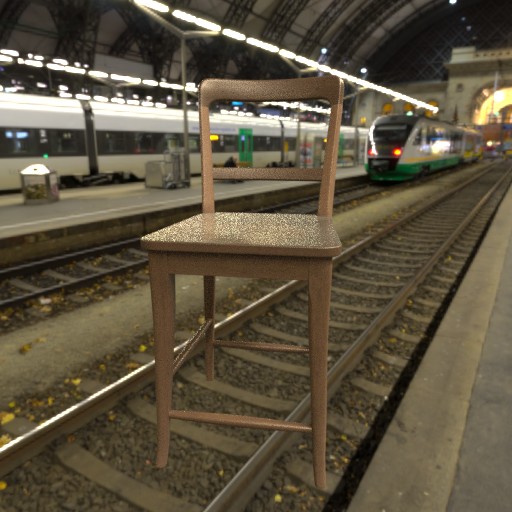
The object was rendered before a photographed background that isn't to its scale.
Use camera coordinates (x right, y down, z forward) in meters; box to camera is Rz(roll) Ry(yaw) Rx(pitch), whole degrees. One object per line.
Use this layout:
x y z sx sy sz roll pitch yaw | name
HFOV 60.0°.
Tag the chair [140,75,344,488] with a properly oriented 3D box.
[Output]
0.000 0.000 1.222 0.450 0.991 0.546 2 14 9 | chair
